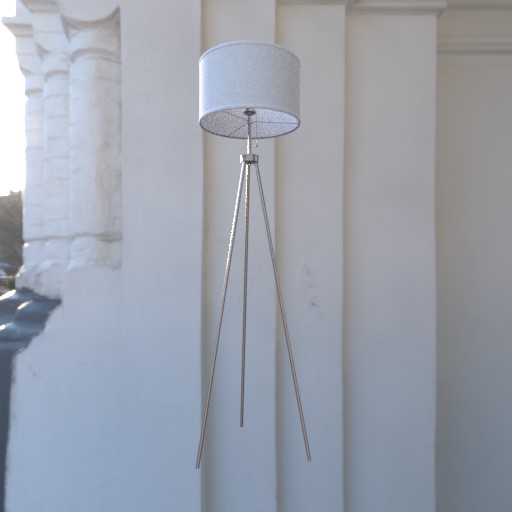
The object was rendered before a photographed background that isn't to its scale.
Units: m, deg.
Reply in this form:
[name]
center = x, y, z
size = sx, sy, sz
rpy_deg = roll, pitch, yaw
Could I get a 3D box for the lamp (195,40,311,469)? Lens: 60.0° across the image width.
[lamp]
center = 0.000, 0.000, 1.785
size = 0.458, 1.545, 0.448
rpy_deg = 0, -1, 16
